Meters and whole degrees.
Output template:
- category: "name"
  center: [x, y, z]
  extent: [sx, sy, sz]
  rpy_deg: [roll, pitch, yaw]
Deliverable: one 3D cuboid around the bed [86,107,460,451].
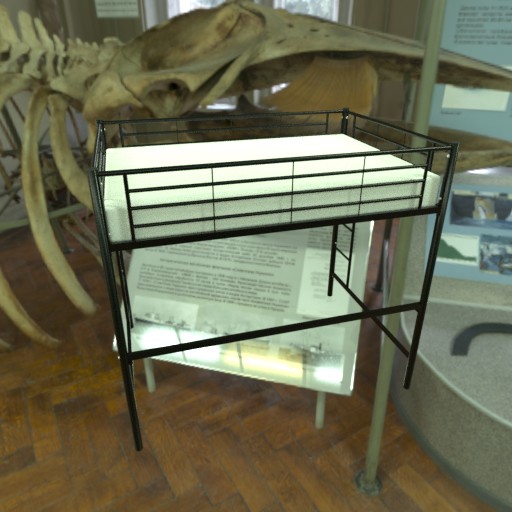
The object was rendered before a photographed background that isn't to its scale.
- category: "bed"
  center: [0.000, 0.000, 3.221]
  extent: [1.994, 1.803, 1.397]
  rpy_deg: [-7, 28, -14]
